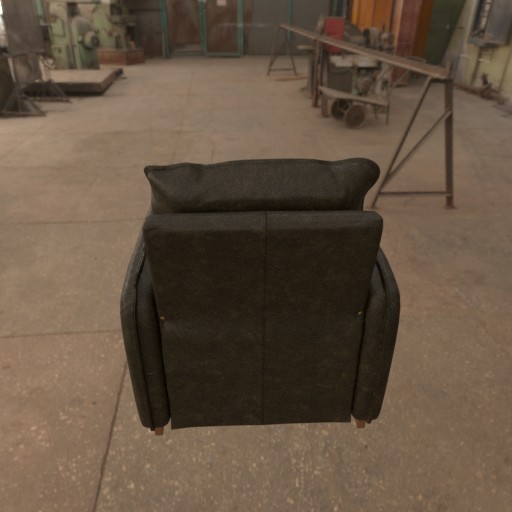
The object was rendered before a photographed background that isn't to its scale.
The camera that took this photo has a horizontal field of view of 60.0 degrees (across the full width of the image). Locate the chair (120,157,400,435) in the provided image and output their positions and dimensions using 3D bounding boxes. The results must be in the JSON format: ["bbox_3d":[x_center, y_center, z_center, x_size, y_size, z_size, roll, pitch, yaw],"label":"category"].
[{"bbox_3d":[0.000,0.000,1.602,0.830,0.921,0.921,-1,30,-2],"label":"chair"}]
